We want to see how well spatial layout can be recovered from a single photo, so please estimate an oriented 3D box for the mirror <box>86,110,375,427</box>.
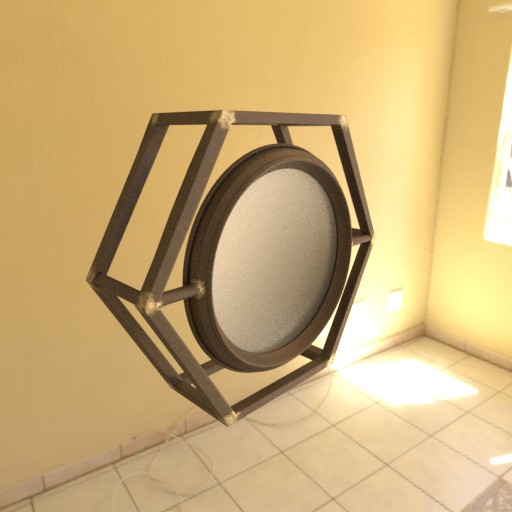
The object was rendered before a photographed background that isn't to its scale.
[{"bbox_3d":[0.000,0.000,0.547,0.380,0.334,0.119,-15,22,-43],"label":"mirror"}]
